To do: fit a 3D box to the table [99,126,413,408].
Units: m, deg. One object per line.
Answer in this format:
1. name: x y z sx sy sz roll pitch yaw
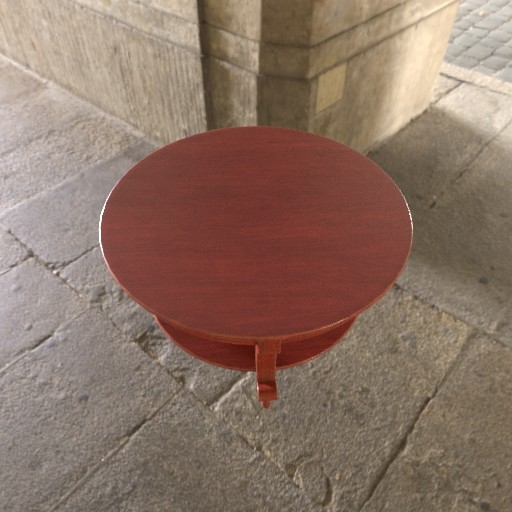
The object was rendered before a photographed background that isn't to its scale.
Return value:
1. table: 0.000 0.000 1.664 1.029 0.486 1.029 0 47 0
